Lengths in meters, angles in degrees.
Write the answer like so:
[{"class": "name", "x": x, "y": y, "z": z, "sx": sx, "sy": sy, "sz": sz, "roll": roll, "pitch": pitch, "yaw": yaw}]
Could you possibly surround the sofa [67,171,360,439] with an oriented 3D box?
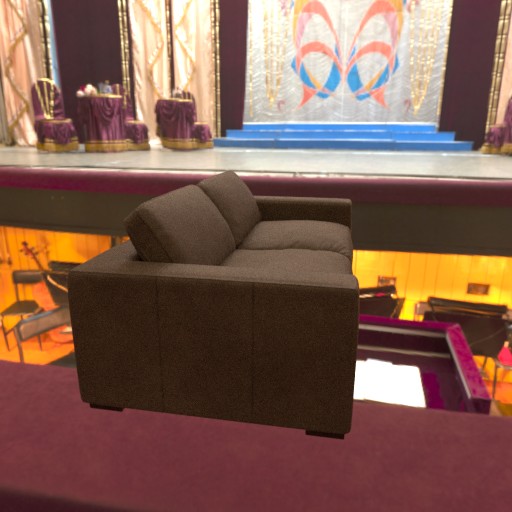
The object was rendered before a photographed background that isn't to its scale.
[{"class": "sofa", "x": 0.000, "y": 0.000, "z": 2.440, "sx": 1.070, "sy": 0.800, "sz": 1.920, "roll": 3, "pitch": 17, "yaw": 10}]
